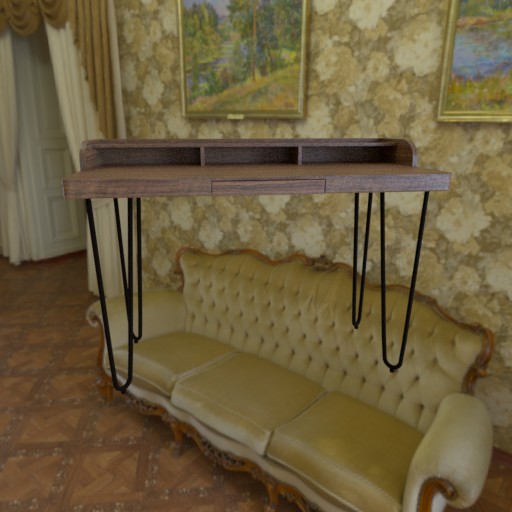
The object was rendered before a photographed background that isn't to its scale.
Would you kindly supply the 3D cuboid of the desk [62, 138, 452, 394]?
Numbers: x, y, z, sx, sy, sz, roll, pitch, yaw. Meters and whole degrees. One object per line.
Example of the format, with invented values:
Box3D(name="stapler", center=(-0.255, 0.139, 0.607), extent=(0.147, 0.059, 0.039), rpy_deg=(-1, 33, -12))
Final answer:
Box3D(name="desk", center=(0.000, 0.000, 1.691), extent=(1.200, 0.854, 0.565), rpy_deg=(-2, 16, -8))
